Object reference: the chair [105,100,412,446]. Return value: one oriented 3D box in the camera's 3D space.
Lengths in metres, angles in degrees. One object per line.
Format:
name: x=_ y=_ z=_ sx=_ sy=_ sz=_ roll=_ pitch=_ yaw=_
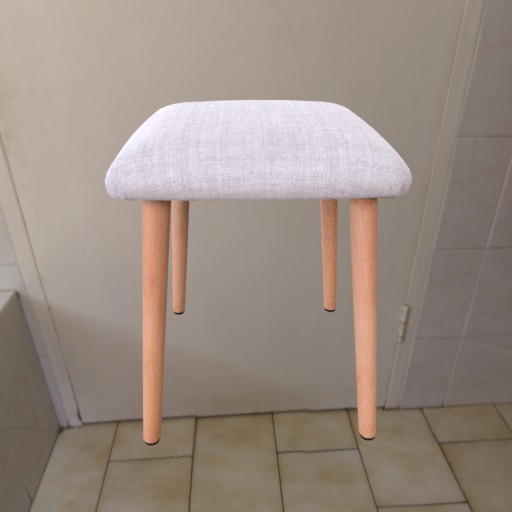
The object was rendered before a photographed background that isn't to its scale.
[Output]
chair: x=0.000 y=0.000 z=0.697 sx=0.350 sy=0.440 sz=0.350 roll=-1 pitch=29 yaw=-1
